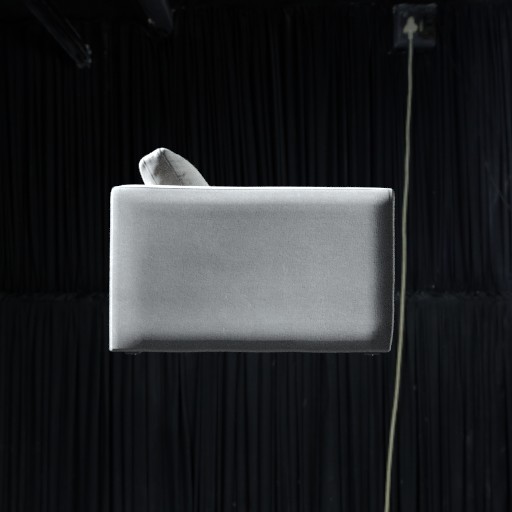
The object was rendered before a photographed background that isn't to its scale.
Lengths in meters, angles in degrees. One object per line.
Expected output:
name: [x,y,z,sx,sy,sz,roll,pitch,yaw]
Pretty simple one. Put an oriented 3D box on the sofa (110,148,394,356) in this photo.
sofa: [0.000,0.000,2.780,1.090,0.838,2.588,0,-2,1]
